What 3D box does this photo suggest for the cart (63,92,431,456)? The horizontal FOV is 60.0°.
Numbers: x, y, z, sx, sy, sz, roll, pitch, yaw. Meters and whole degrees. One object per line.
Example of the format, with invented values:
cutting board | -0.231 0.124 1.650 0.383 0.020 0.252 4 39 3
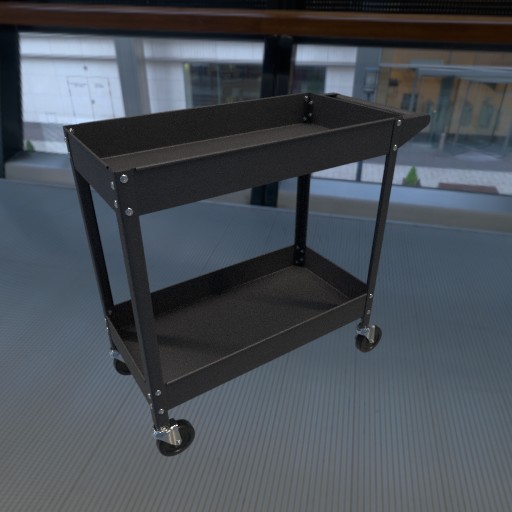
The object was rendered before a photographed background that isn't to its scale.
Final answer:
cart | 0.000 0.000 1.171 0.779 0.719 0.366 -19 35 -28
